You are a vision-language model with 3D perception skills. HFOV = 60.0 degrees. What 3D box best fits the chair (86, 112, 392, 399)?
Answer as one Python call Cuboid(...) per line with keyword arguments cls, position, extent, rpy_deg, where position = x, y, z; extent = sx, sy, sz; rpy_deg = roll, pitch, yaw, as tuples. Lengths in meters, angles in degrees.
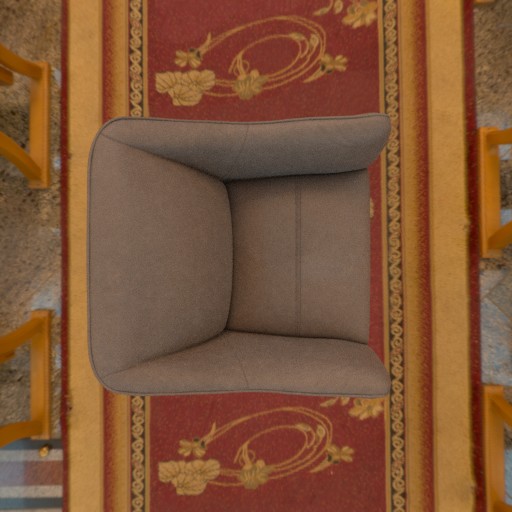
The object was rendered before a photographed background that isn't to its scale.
Cuboid(cls="chair", position=(0.000, 0.000, 1.523), extent=(0.852, 0.830, 0.871), rpy_deg=(0, 90, 1))
